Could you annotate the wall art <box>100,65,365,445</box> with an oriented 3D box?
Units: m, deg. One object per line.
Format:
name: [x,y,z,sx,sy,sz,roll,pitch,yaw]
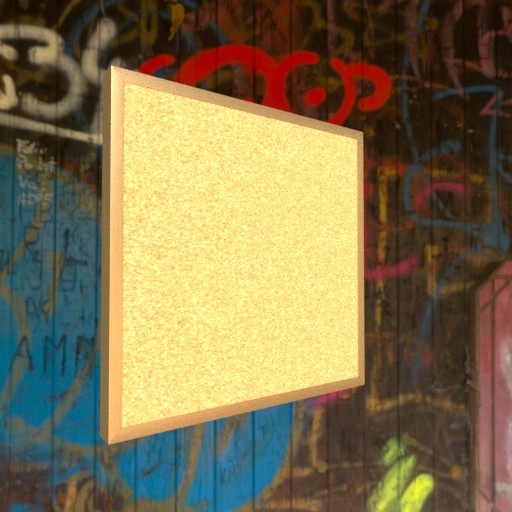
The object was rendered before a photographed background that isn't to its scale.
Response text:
wall art: [0.000,0.000,0.759,0.510,0.509,0.037,1,-2,-36]
